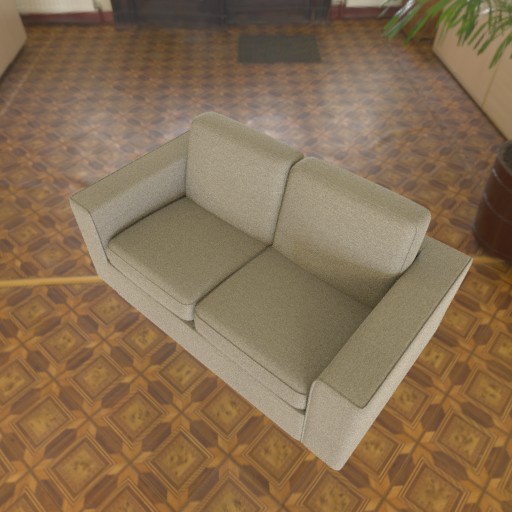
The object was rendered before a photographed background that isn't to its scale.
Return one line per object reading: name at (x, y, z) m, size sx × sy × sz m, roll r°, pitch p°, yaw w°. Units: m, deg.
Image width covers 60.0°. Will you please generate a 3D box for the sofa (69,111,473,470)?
sofa at (0.000, 0.000, 2.349) m, size 1.812 × 0.924 × 1.007 m, roll 32°, pitch 54°, yaw 26°
